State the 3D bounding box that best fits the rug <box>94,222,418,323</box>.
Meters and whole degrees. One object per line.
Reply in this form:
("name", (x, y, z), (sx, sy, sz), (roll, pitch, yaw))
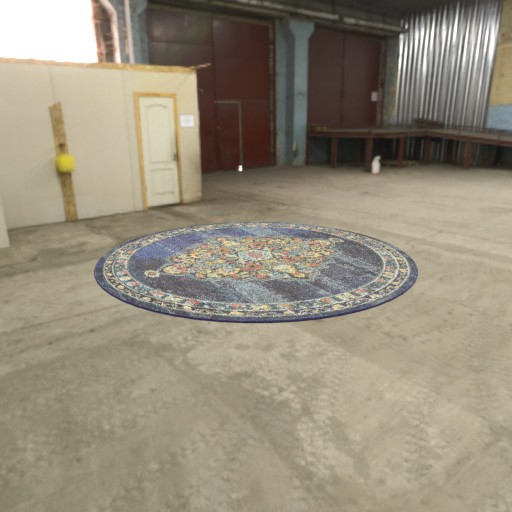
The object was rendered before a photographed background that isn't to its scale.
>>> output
("rug", (0.000, 0.000, 3.454), (2.386, 0.014, 2.386), (0, 17, 0))
